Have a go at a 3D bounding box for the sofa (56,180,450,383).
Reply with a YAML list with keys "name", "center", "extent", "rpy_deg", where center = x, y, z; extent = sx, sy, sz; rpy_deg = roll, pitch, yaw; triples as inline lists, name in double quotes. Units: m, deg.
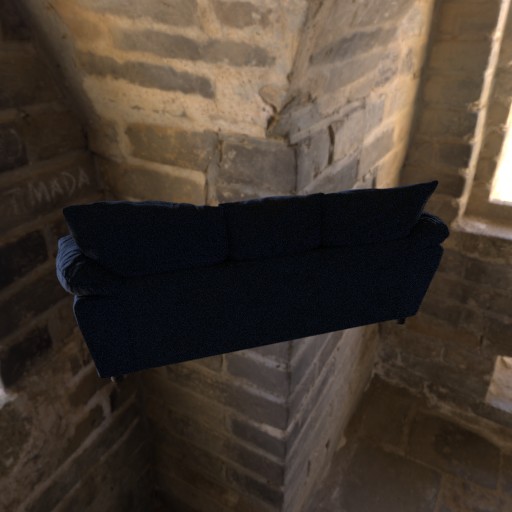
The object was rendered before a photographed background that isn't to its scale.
- name: "sofa"
  center: [0.000, 0.000, 2.890]
  extent: [2.390, 1.091, 0.907]
  rpy_deg: [-8, 27, -16]
